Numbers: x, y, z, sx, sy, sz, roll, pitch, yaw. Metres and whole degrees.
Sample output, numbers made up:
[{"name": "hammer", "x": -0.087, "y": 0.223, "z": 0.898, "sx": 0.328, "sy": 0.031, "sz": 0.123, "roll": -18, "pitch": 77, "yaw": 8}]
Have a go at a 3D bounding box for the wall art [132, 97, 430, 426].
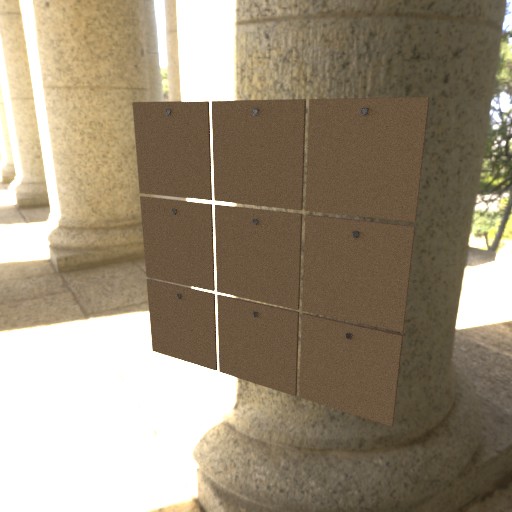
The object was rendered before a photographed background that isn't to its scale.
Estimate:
[{"name": "wall art", "x": 0.000, "y": 0.000, "z": 1.834, "sx": 1.221, "sy": 1.218, "sz": 0.019, "roll": 9, "pitch": 20, "yaw": 27}]
